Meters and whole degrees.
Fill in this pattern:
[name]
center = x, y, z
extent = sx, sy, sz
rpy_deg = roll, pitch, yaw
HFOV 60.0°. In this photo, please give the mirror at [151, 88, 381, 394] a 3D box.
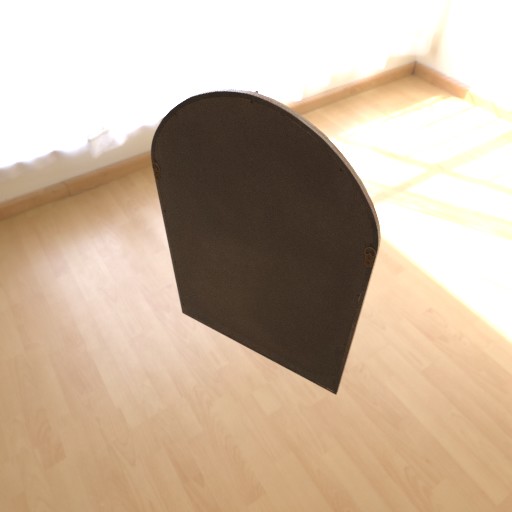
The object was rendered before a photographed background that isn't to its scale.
[mirror]
center = 0.000, 0.000, 1.180
extent = 0.609, 0.915, 0.032
rpy_deg = 24, 51, 21
